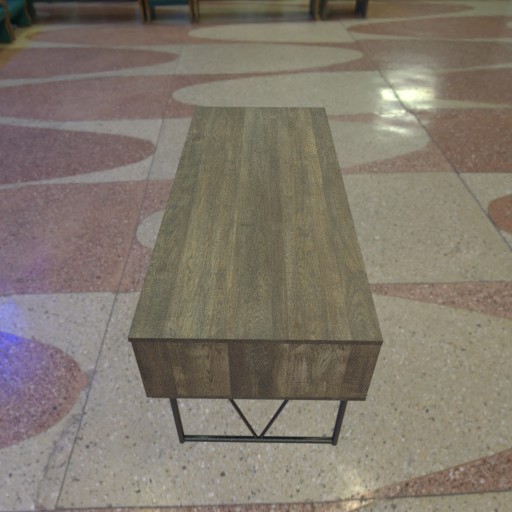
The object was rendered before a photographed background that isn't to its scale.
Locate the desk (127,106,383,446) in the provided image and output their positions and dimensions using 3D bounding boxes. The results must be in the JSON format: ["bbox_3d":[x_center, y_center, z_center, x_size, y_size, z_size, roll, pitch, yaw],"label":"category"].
[{"bbox_3d":[0.000,0.000,2.089,0.730,0.780,1.600,1,41,1],"label":"desk"}]
